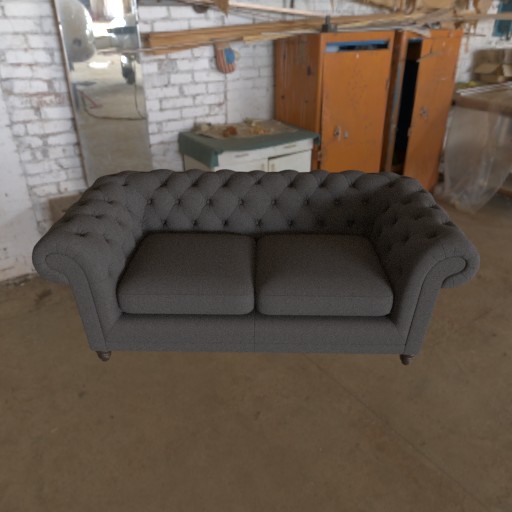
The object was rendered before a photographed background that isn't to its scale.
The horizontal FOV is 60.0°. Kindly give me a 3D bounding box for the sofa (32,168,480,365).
[{"bbox_3d":[0.000,0.000,2.483,1.998,0.764,0.986,0,29,1],"label":"sofa"}]
